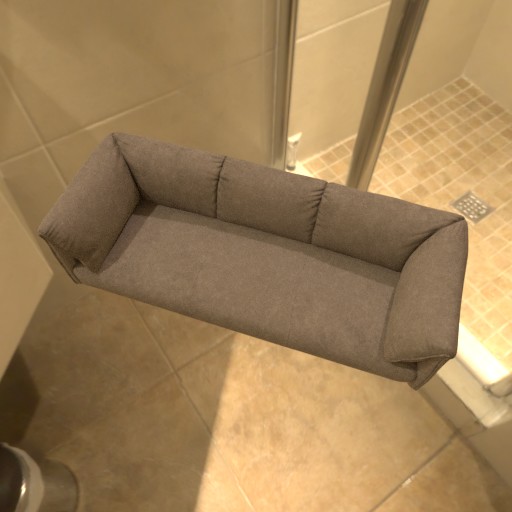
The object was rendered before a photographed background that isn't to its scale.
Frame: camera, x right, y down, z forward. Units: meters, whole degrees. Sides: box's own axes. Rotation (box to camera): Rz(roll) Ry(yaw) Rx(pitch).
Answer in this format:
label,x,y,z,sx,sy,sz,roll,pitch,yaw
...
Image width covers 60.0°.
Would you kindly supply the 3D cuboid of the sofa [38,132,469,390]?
label,x,y,z,sx,sy,sz,roll,pitch,yaw
sofa,0.000,0.000,2.684,2.238,0.758,0.899,16,59,10
